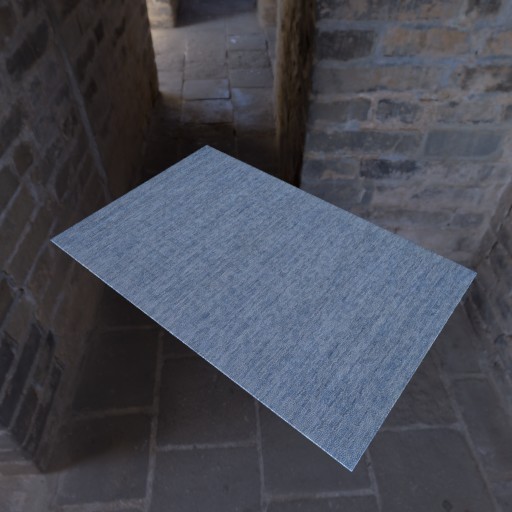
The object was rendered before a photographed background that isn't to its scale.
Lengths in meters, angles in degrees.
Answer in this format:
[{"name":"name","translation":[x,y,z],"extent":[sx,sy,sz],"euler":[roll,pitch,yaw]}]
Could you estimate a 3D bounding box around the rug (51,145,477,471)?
[{"name":"rug","translation":[0.000,0.000,2.165],"extent":[1.752,0.006,1.142],"euler":[30,53,26]}]
